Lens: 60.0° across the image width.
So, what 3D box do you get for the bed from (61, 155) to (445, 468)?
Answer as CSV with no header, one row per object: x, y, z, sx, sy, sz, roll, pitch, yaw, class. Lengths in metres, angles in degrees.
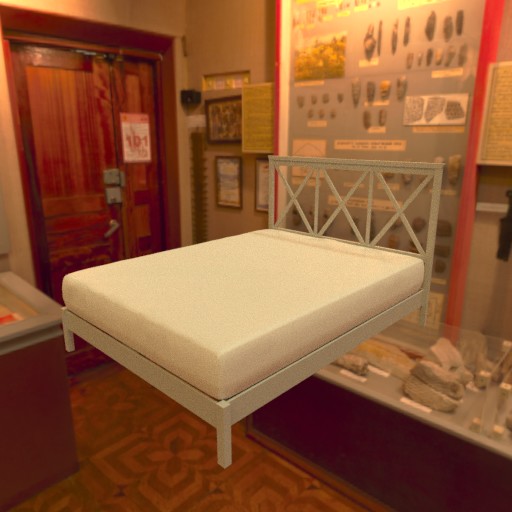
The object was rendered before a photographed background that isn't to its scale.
0.000,0.000,3.123,1.673,1.253,2.135,14,21,42,bed
